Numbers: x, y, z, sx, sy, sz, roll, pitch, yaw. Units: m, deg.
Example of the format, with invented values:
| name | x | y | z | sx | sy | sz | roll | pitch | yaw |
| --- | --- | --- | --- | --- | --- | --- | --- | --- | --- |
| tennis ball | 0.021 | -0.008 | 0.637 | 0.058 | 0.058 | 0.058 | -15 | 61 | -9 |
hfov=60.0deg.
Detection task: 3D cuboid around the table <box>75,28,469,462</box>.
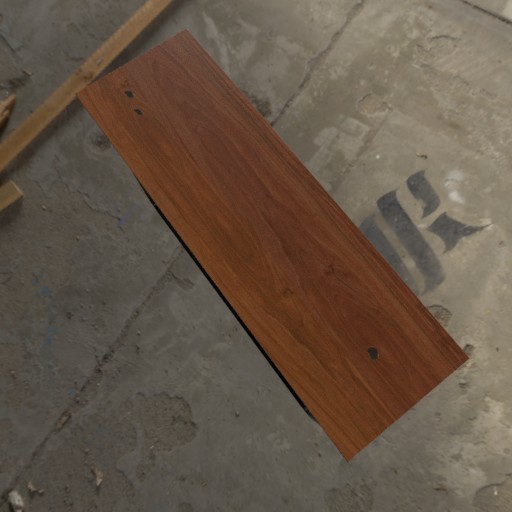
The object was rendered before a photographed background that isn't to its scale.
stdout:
| name | x | y | z | sx | sy | sz | roll | pitch | yaw |
| --- | --- | --- | --- | --- | --- | --- | --- | --- | --- |
| table | 0.000 | 0.000 | 1.424 | 0.350 | 0.750 | 1.100 | -36 | 78 | -9 |
